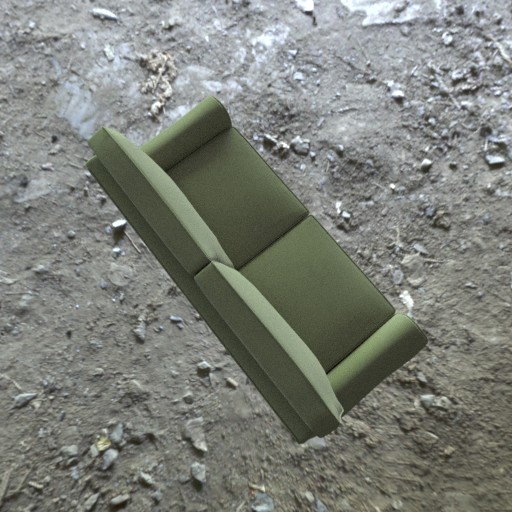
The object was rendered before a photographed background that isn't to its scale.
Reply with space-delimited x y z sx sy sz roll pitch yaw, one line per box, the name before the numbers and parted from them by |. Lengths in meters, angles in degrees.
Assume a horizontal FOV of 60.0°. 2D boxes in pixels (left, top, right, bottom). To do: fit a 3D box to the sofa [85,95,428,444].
sofa | 0.000 0.000 2.381 0.841 1.024 1.823 -38 79 -9
